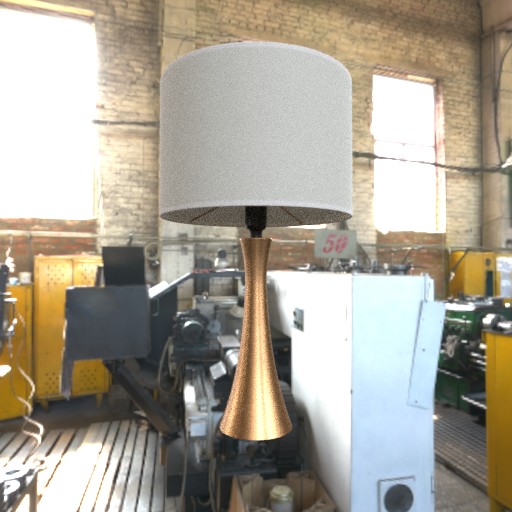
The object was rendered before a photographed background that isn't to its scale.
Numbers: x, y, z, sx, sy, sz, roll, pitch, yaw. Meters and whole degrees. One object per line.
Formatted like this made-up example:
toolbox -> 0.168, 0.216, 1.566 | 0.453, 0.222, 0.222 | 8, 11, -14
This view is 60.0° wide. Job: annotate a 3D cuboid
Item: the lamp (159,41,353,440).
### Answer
lamp -> 0.000, 0.000, 0.628 | 0.268, 0.479, 0.268 | -1, -2, 36
